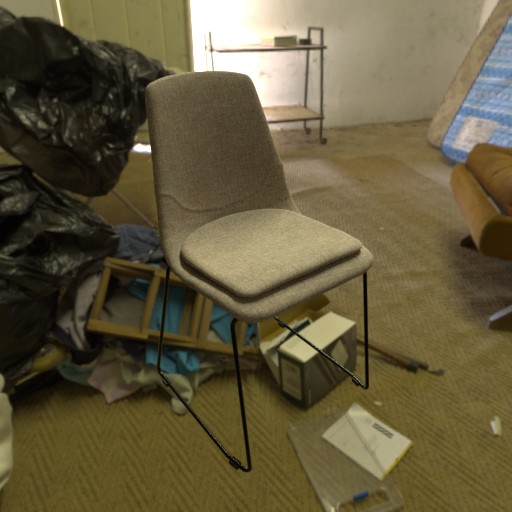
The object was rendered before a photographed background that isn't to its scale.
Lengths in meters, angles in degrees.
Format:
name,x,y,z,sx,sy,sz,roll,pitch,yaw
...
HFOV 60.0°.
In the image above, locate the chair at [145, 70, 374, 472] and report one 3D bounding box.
name,x,y,z,sx,sy,sz,roll,pitch,yaw
chair,0.000,0.000,1.164,0.479,0.858,0.518,-21,35,-32
